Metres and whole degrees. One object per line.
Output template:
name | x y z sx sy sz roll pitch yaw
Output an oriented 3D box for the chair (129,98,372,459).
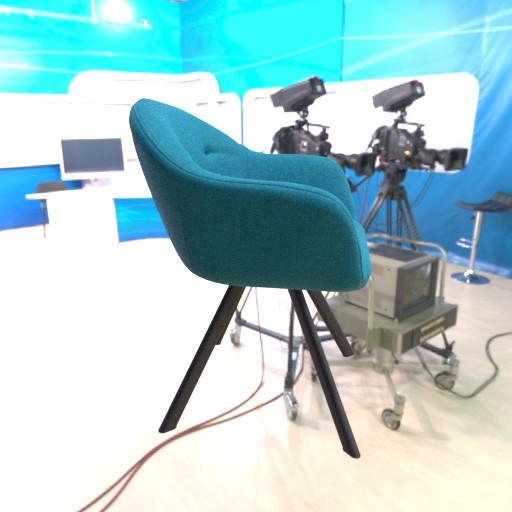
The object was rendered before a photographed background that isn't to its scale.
chair | 0.000 0.000 1.149 0.565 0.775 0.545 3 18 10
